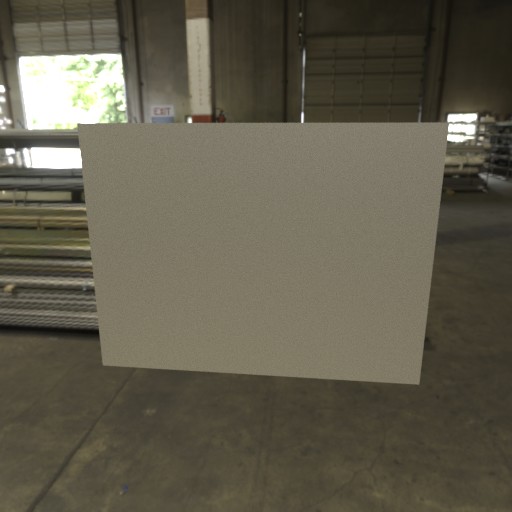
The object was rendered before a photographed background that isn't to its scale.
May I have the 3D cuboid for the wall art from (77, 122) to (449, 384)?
[{"bbox_3d":[0.000,0.000,1.394,1.056,0.801,0.066,2,16,6],"label":"wall art"}]
